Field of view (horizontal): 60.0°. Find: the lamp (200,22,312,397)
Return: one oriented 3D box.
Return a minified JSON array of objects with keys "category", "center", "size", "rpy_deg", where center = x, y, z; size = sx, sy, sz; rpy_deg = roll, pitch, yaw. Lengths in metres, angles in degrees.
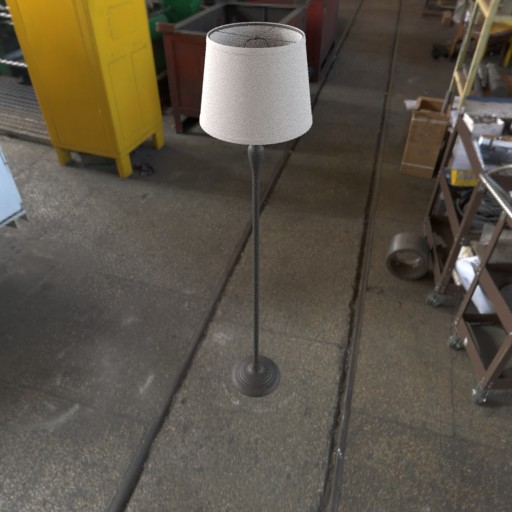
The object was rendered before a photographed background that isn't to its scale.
[{"category":"lamp","center":[0.000,0.000,1.634],"size":[0.327,1.506,0.327],"rpy_deg":[-12,42,-13]}]
